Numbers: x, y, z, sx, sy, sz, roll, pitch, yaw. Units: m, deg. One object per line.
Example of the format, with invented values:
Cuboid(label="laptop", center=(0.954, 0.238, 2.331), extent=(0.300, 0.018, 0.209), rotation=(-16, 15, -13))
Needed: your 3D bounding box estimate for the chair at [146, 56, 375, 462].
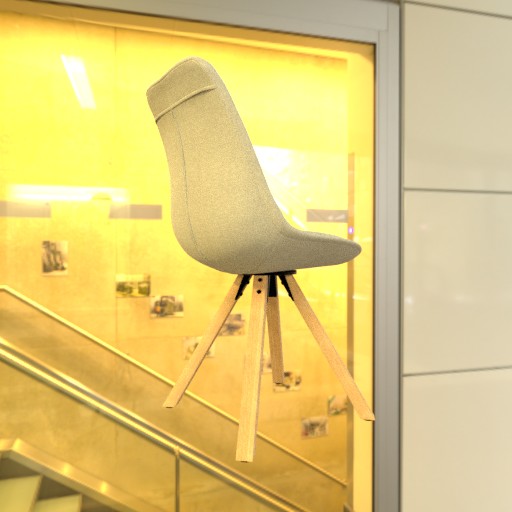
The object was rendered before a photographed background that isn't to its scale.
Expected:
Cuboid(label="chair", center=(0.000, 0.000, 1.195), extent=(0.549, 0.863, 0.474), rotation=(-1, 1, -34))
